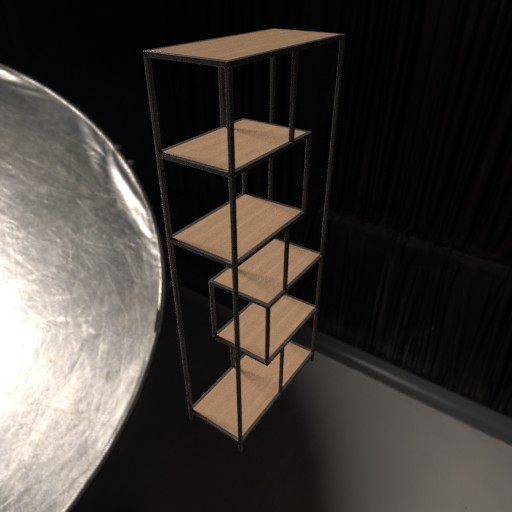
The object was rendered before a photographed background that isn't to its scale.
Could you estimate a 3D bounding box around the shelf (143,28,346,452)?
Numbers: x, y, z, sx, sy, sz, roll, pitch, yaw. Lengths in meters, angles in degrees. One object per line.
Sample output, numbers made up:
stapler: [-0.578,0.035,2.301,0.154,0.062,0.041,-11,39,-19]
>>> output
shelf: [0.000,0.000,2.106,0.350,1.850,0.770,21,38,29]
